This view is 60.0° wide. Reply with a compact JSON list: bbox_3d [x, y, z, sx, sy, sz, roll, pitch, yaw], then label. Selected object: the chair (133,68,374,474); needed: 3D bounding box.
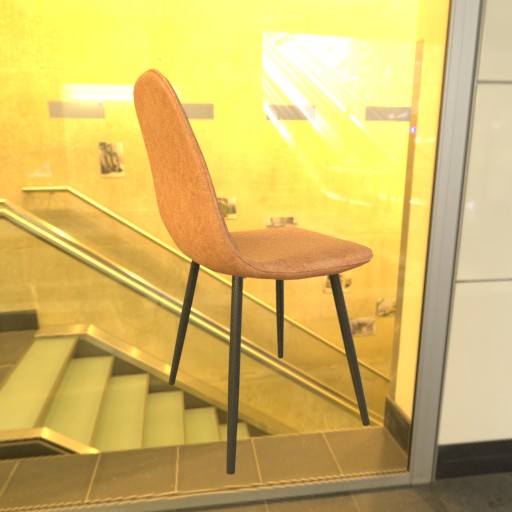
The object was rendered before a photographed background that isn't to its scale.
[{"bbox_3d":[0.000,0.000,1.192,0.561,0.889,0.472,-7,15,-27],"label":"chair"}]
